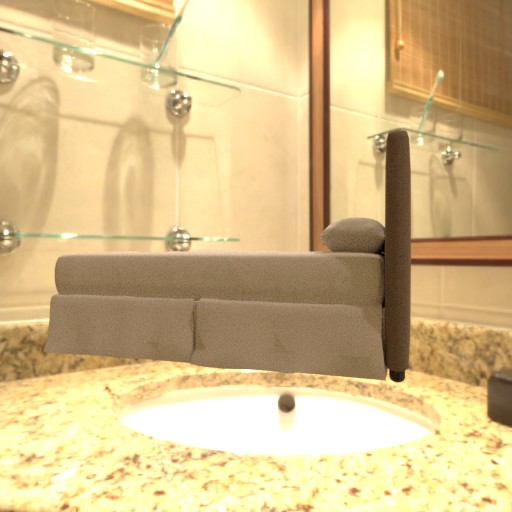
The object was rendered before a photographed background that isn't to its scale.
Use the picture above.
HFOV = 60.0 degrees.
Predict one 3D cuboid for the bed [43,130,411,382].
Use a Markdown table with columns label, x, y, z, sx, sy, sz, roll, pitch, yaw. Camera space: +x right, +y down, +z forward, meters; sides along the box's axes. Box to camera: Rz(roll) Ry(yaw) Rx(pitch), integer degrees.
| label | x | y | z | sx | sy | sz | roll | pitch | yaw |
| --- | --- | --- | --- | --- | --- | --- | --- | --- | --- |
| bed | 0.000 | 0.000 | 3.559 | 2.341 | 1.317 | 2.119 | 0 | 0 | 19 |
